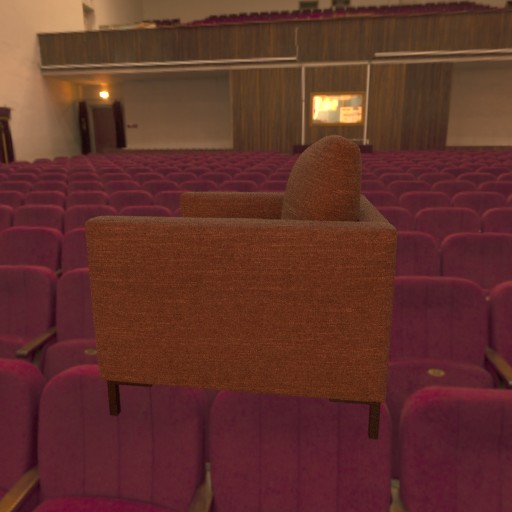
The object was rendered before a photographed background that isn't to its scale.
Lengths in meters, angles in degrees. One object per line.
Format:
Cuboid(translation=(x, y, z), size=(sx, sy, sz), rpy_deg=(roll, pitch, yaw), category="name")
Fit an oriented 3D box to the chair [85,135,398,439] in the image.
Cuboid(translation=(0.000, 0.000, 1.619), size=(0.845, 0.841, 0.940), rpy_deg=(2, 13, 8), category="chair")
